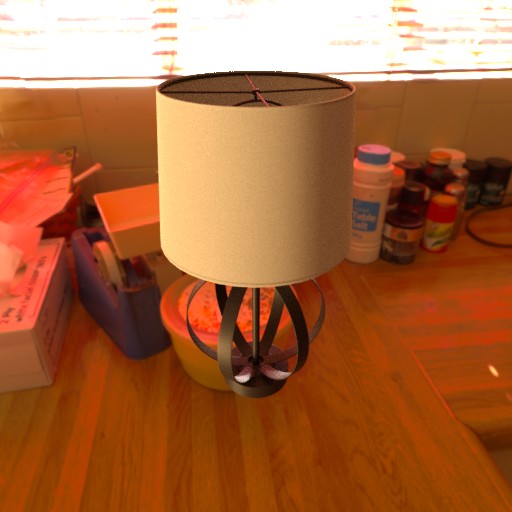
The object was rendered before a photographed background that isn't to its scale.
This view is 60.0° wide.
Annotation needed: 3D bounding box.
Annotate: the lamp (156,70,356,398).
[{"bbox_3d":[0.000,0.000,0.698,0.286,0.510,0.286,0,31,0],"label":"lamp"}]
